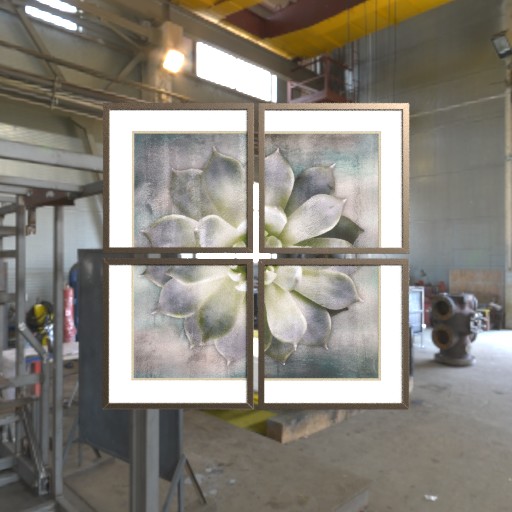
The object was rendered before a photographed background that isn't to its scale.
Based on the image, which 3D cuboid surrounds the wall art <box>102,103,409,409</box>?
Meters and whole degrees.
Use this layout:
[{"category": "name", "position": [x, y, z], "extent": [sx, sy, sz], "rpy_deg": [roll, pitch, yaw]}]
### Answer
[{"category": "wall art", "position": [0.000, 0.000, 1.506], "extent": [1.032, 1.032, 0.030], "rpy_deg": [0, 0, 0]}]
